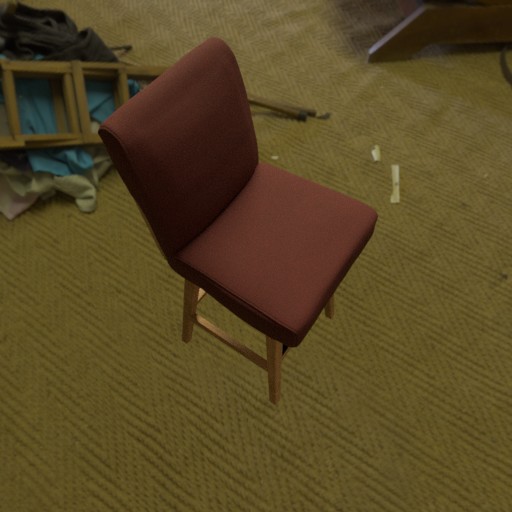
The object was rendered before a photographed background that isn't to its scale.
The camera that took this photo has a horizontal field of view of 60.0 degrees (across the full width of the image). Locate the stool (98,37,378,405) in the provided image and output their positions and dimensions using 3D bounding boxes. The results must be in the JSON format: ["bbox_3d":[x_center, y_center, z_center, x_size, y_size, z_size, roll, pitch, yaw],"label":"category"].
[{"bbox_3d":[0.000,0.000,1.390,0.562,1.093,0.468,30,63,17],"label":"stool"}]
